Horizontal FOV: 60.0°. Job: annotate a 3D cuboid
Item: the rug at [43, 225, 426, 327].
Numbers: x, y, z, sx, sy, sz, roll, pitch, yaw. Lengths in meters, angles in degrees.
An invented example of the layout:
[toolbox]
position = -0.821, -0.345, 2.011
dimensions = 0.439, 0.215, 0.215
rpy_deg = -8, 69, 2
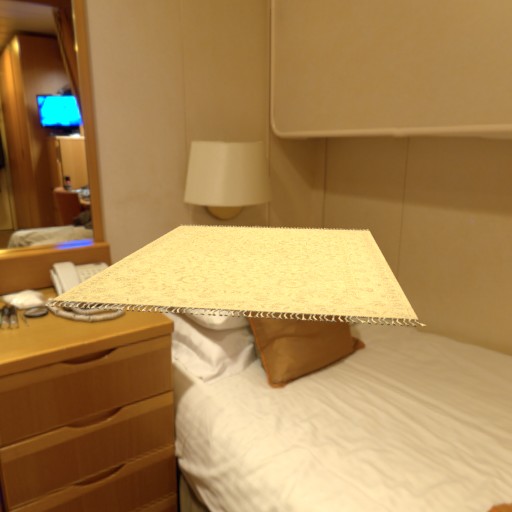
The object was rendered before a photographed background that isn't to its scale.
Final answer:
[rug]
position = 0.000, 0.000, 4.194
dimensions = 2.444, 0.013, 3.043
rpy_deg = 2, 14, 8
